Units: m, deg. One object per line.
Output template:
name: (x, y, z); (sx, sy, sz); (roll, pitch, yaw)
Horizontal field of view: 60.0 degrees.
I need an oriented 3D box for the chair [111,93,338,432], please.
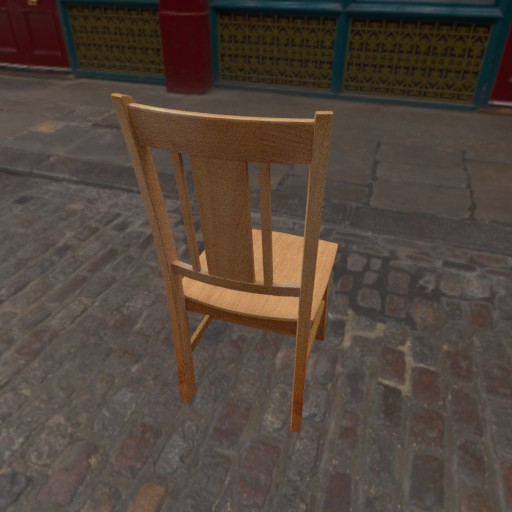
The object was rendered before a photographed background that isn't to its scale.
chair: (0.000, 0.000, 1.306); (0.450, 0.998, 0.556); (10, 34, 15)
